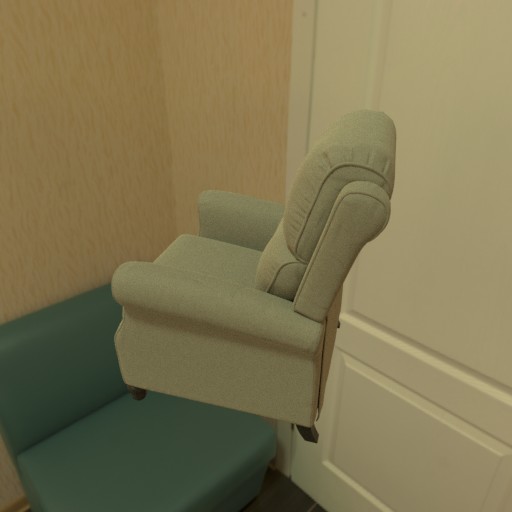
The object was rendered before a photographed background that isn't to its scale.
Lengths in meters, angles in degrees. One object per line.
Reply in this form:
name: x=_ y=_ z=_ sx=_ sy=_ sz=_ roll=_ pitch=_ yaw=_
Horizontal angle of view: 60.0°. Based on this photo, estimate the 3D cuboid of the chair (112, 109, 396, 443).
chair: x=0.000 y=0.000 z=1.717 sx=0.919 sy=1.046 sz=0.859 roll=8 pitch=30 yaw=14
